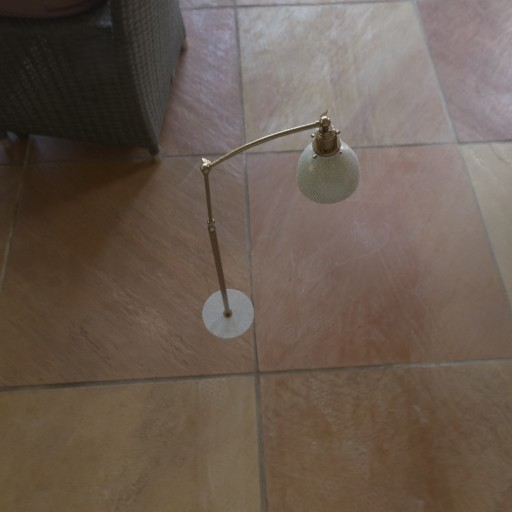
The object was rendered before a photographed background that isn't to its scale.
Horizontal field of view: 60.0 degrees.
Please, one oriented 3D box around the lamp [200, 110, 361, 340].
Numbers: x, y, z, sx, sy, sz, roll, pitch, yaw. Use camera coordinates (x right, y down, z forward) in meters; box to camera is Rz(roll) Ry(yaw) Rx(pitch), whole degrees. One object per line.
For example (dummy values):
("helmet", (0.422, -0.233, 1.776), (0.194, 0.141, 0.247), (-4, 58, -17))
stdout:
("lamp", (0.000, 0.000, 1.786), (0.599, 1.586, 0.288), (0, 65, 0))
